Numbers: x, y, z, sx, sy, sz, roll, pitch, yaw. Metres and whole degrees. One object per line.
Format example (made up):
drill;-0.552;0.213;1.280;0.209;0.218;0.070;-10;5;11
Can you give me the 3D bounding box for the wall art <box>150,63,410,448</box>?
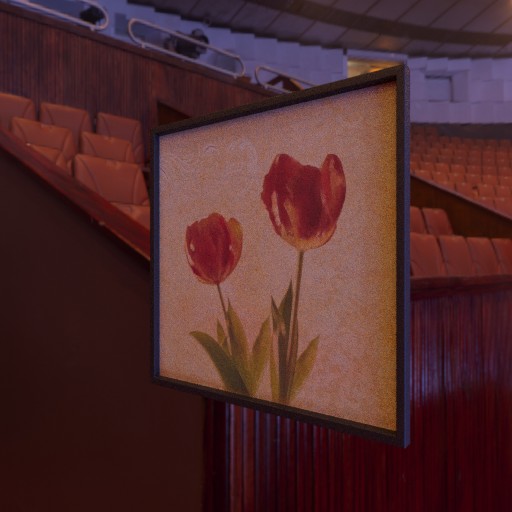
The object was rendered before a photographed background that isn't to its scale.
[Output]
wall art;0.000;0.000;1.182;0.805;0.807;0.043;0;0;36
